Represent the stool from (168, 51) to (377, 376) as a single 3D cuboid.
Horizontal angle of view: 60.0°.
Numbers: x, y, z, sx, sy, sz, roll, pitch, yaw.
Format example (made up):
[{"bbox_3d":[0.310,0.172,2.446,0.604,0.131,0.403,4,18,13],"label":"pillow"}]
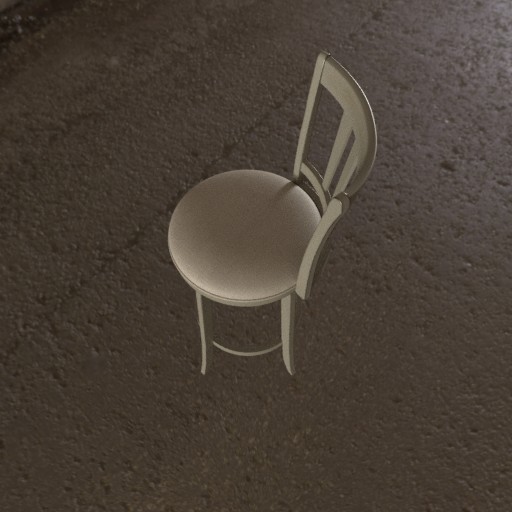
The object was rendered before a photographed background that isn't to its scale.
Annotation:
[{"bbox_3d":[0.000,0.000,1.309,0.475,1.042,0.436,0,58,0],"label":"stool"}]
